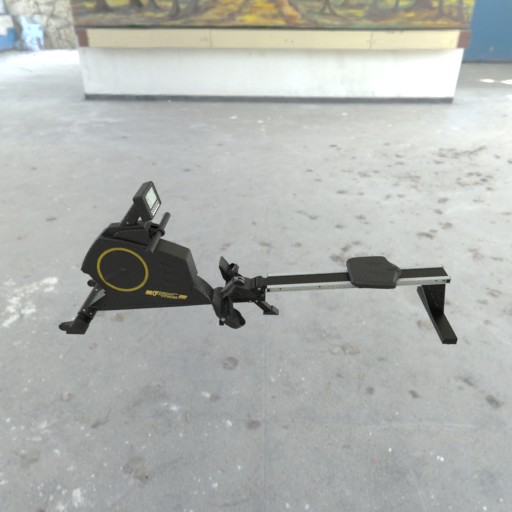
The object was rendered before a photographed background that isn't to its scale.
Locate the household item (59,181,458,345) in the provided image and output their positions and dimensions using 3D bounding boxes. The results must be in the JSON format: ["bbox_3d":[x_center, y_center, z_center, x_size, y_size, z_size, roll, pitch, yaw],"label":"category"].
[{"bbox_3d":[0.000,0.000,2.529,2.251,0.810,0.521,1,30,2],"label":"household item"}]
